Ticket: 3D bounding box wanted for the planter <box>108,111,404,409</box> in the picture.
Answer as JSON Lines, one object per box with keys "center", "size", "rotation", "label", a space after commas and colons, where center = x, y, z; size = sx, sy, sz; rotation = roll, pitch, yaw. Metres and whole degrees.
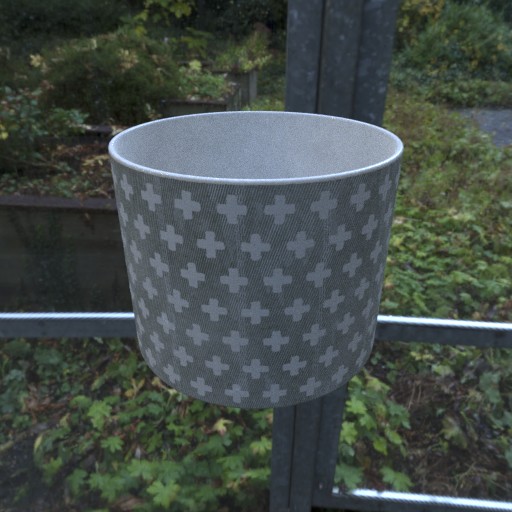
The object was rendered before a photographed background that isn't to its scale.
{"center": [0.000, 0.000, 0.446], "size": [0.250, 0.239, 0.250], "rotation": [0, 28, 0], "label": "planter"}
